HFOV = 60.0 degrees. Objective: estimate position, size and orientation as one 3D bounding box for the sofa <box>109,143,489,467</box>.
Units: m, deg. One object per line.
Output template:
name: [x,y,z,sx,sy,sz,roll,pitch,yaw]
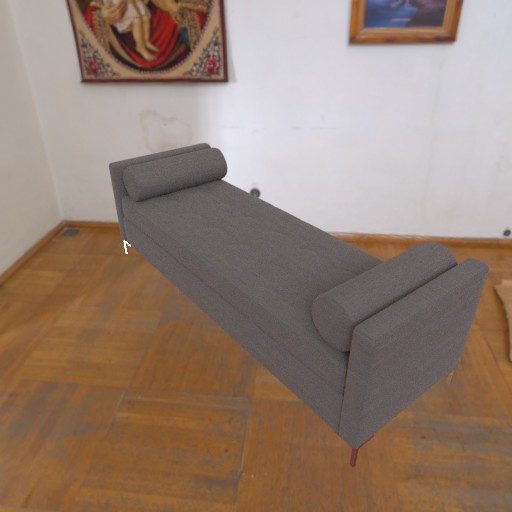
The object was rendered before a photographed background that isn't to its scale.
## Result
sofa: [0.000,0.000,2.290,0.686,0.635,1.981,-22,37,-32]
